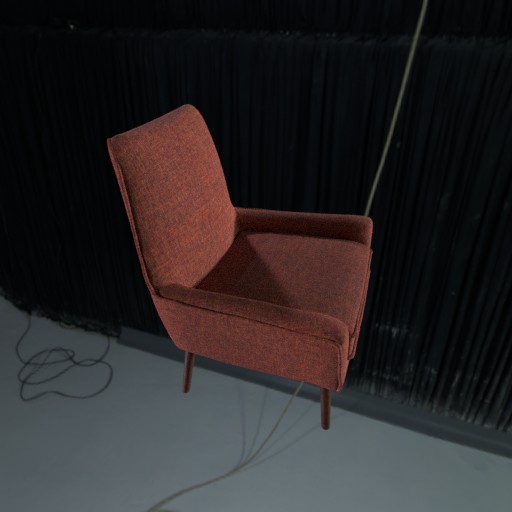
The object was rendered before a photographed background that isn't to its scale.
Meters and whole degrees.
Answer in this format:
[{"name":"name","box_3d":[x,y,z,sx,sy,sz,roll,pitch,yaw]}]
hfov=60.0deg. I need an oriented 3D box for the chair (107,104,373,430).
[{"name":"chair","box_3d":[0.000,0.000,1.565,0.784,0.911,0.803,9,31,15]}]
